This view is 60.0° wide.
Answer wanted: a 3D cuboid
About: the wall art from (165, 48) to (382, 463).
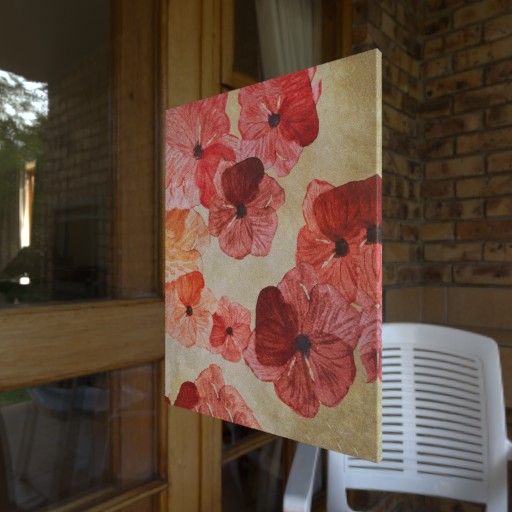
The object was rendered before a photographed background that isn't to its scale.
[{"bbox_3d":[0.000,0.000,1.321,0.762,1.015,0.031,0,0,37],"label":"wall art"}]
